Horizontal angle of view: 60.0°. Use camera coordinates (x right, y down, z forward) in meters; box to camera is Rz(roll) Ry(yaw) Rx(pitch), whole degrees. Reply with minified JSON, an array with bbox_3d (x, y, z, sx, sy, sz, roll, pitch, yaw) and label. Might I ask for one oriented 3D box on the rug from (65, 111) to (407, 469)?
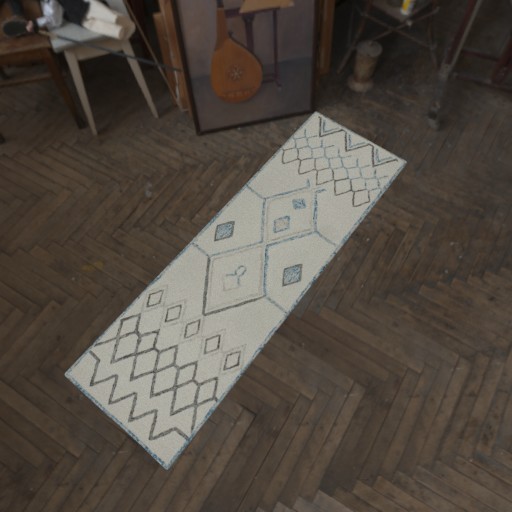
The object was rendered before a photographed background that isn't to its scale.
[{"bbox_3d":[0.000,0.000,2.750,0.770,0.013,2.434,35,68,16],"label":"rug"}]
